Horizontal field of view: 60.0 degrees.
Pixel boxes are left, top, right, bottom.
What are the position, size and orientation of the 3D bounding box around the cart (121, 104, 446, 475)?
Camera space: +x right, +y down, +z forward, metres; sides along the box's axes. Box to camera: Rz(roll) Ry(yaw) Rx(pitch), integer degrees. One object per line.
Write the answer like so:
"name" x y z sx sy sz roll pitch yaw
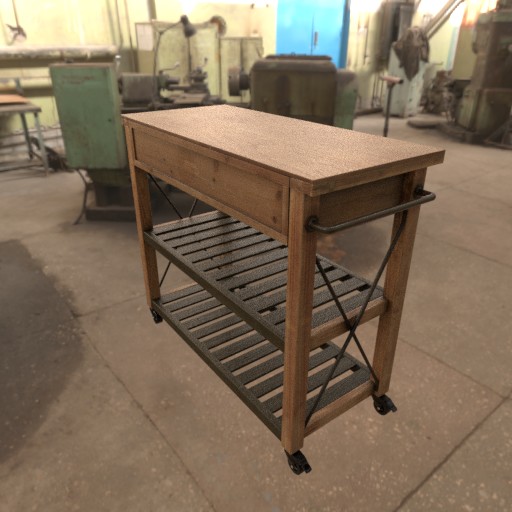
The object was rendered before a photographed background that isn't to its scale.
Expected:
"cart" 0.000 0.000 0.985 0.298 0.554 0.686 -18 32 -32
